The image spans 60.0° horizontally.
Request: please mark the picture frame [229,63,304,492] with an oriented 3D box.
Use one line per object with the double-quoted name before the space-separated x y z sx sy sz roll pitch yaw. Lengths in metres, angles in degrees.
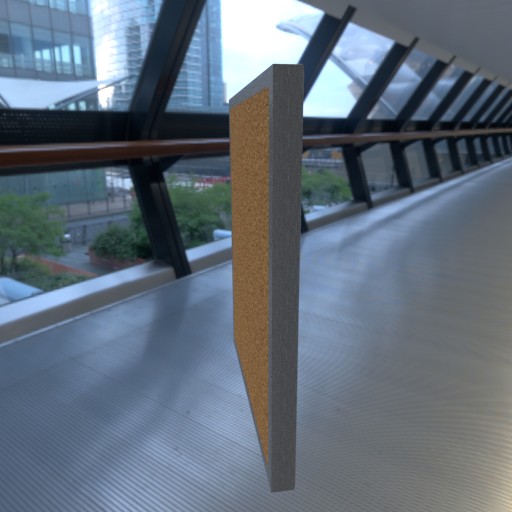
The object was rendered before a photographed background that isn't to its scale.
"picture frame" 0.000 0.000 0.530 0.027 0.378 0.327 -2 15 -9
